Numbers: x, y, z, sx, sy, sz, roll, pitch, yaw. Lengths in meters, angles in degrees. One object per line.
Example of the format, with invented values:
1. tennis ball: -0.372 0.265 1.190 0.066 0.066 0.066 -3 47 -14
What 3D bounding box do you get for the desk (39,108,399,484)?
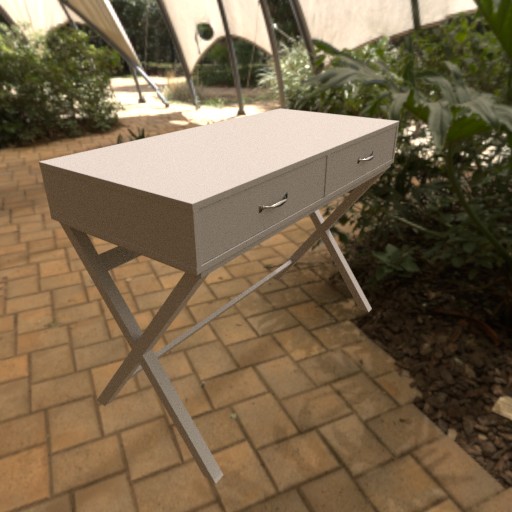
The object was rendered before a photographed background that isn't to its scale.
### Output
1. desk: 0.000 0.000 1.485 0.525 0.780 1.057 18 32 32
